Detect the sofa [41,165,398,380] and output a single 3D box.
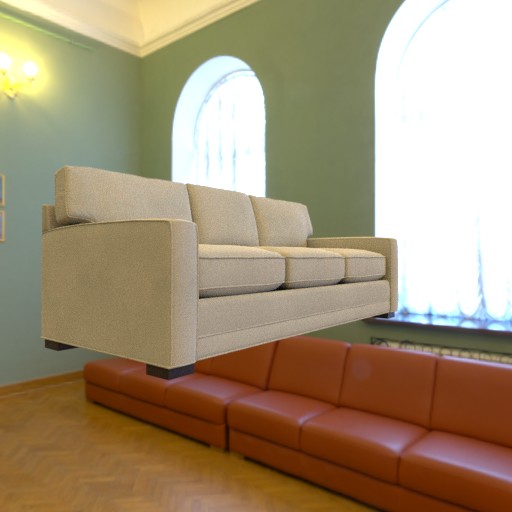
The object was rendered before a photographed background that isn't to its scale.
[{"bbox_3d":[0.000,0.000,2.607,0.935,0.862,2.088,0,0,39],"label":"sofa"}]
